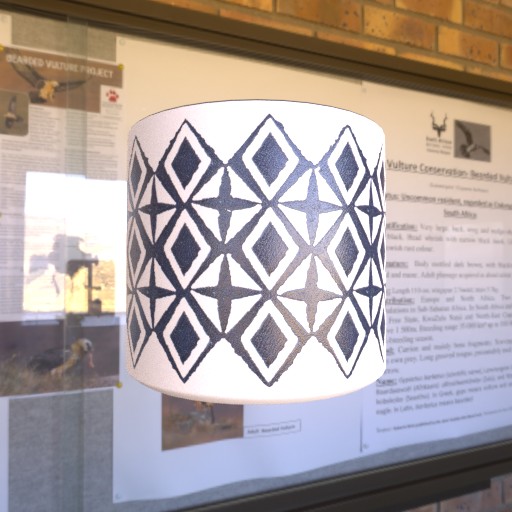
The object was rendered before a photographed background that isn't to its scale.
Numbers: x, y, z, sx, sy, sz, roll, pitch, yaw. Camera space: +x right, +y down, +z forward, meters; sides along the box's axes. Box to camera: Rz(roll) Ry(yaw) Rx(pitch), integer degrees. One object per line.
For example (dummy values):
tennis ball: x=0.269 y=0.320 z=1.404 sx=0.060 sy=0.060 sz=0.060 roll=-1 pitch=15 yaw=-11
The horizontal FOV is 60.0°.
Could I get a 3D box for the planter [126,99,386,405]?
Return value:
planter: x=0.000 y=0.000 z=0.324 sx=0.182 sy=0.165 sz=0.182 roll=0 pitch=-1 yaw=0
